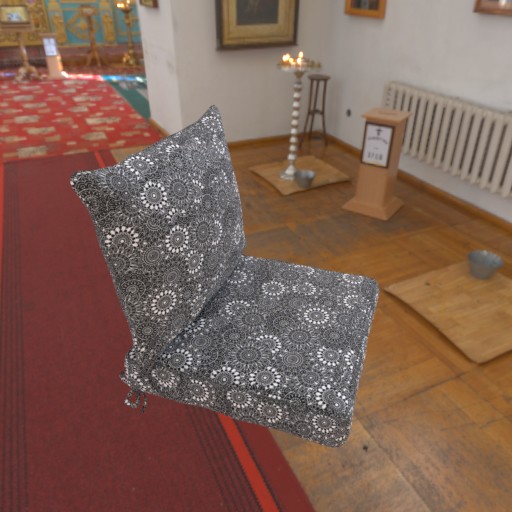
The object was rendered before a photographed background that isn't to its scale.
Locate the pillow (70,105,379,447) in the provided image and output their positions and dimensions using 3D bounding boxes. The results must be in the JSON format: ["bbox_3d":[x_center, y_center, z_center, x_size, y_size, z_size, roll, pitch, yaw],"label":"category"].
[{"bbox_3d":[0.000,0.000,1.358,0.740,0.722,0.798,10,32,17],"label":"pillow"}]
